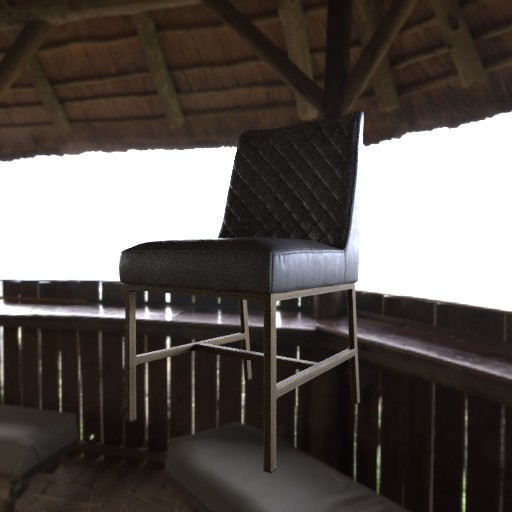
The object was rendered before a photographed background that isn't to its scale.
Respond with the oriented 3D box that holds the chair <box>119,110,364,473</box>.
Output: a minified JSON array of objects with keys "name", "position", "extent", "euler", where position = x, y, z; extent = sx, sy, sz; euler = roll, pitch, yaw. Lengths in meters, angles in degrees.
[{"name":"chair","position":[0.000,0.000,1.270],"extent":[0.508,0.889,0.587],"euler":[1,1,36]}]
